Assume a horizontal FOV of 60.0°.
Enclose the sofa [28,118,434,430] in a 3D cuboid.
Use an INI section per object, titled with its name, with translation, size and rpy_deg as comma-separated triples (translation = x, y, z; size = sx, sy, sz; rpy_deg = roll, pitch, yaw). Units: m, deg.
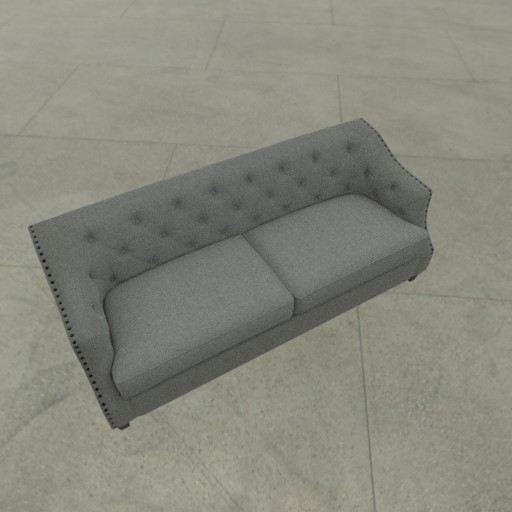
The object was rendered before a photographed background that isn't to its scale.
[sofa]
translation = 0.000, 0.000, 2.710
size = 2.235, 0.901, 0.914
rpy_deg = -23, 50, -20
